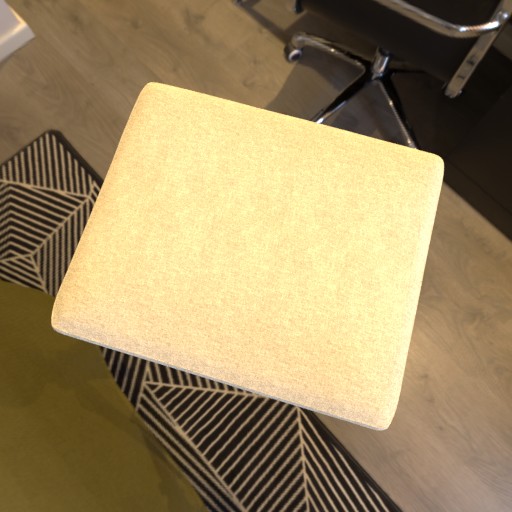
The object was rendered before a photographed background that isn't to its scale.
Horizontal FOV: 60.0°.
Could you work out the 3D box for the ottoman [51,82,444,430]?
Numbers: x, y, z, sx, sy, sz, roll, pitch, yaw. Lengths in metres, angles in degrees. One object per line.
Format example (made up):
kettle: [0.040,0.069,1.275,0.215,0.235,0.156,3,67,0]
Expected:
ottoman: [0.000,0.000,1.238,0.821,0.474,0.693,16,76,4]
